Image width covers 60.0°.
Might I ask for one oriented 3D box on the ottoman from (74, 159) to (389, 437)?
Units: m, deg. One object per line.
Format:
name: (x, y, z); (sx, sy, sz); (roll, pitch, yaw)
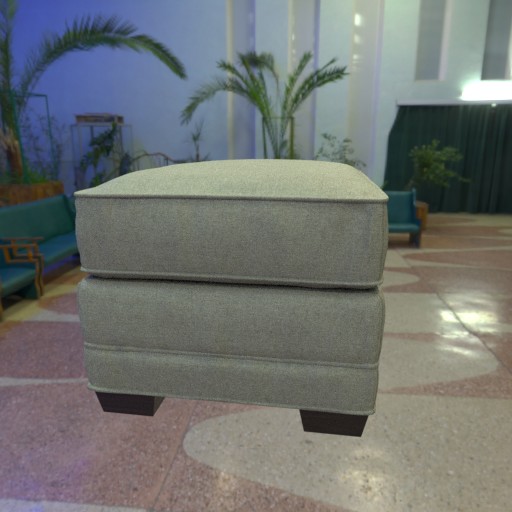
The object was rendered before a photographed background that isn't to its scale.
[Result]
ottoman: (0.000, 0.000, 1.213); (0.611, 0.508, 0.848); (2, 15, 9)
